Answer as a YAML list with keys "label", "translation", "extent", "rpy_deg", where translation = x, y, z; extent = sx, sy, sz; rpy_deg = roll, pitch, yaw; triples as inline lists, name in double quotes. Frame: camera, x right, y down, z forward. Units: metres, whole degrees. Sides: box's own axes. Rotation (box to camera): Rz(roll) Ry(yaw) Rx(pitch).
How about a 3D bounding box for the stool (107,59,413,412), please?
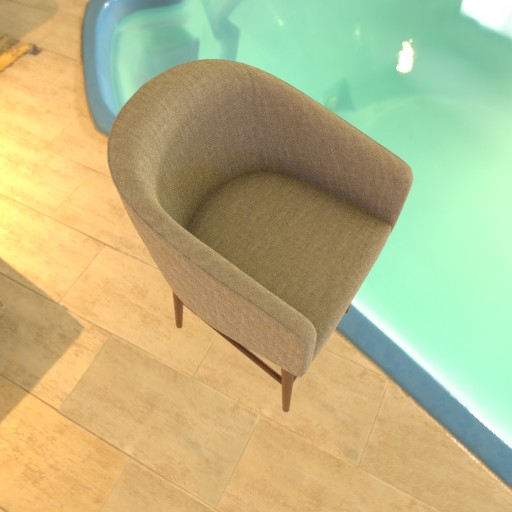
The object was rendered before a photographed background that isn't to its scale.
- label: "stool"
  translation: [0.000, 0.000, 1.340]
  extent: [0.635, 0.952, 0.559]
  rpy_deg: [29, 63, 17]
